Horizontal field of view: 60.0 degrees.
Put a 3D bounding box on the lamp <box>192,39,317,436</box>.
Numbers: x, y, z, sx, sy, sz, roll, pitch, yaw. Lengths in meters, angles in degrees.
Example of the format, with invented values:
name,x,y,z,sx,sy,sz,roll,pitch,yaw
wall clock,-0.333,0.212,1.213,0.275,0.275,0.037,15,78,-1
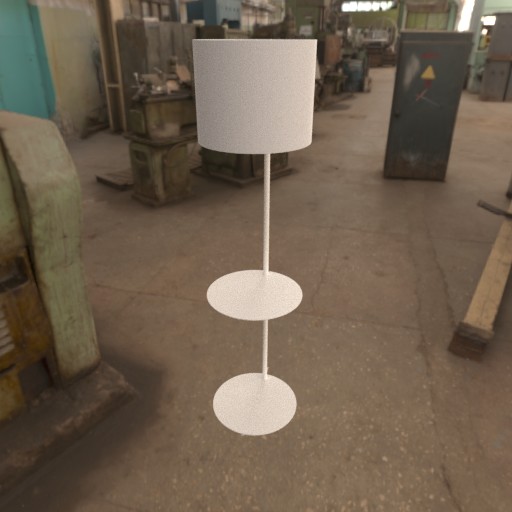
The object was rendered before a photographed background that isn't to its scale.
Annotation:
name,x,y,z,sx,sy,sz,roll,pitch,yaw
lamp,0.000,0.000,1.669,0.372,1.465,0.405,8,27,15
